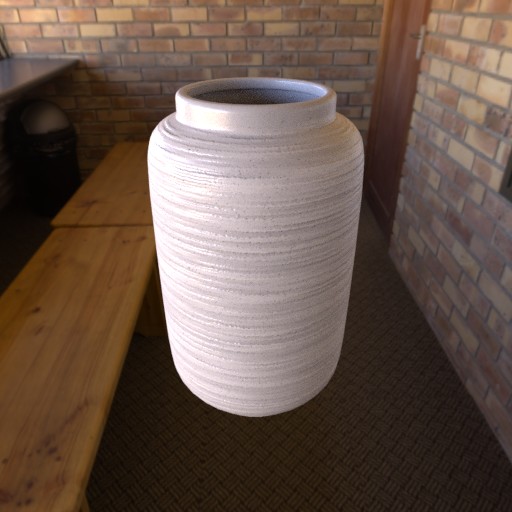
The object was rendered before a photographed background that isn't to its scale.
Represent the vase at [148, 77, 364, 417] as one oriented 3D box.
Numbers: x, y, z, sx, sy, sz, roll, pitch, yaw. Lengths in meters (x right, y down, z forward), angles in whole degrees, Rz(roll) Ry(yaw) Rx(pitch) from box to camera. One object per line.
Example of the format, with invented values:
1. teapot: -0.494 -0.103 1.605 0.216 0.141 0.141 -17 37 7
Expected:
1. vase: 0.000 0.000 0.469 0.202 0.335 0.202 0 30 0
